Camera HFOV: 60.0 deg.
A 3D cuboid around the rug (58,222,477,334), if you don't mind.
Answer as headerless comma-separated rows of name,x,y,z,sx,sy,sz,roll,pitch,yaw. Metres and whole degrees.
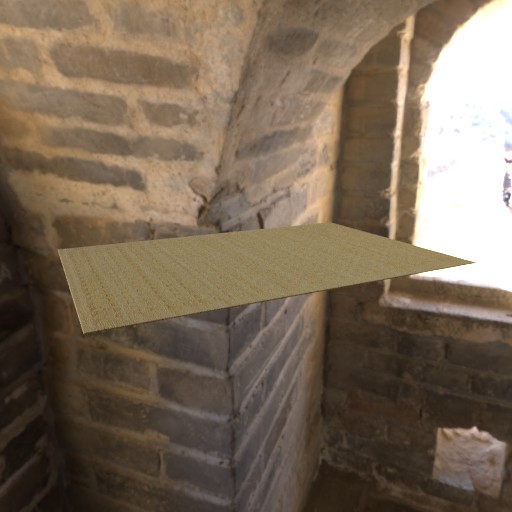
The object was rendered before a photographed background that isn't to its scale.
rug,0.000,0.000,2.896,2.286,0.006,1.524,-7,16,-26
